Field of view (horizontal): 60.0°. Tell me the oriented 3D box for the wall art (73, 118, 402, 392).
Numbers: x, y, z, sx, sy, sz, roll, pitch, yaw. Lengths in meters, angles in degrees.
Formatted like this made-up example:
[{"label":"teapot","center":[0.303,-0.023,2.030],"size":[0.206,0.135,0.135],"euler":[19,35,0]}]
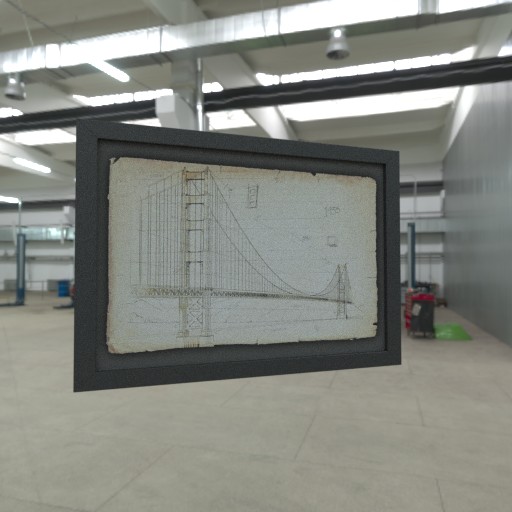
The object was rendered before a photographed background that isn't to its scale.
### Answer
[{"label":"wall art","center":[0.000,0.000,0.571],"size":[0.432,0.306,0.016],"euler":[0,-2,-19]}]
